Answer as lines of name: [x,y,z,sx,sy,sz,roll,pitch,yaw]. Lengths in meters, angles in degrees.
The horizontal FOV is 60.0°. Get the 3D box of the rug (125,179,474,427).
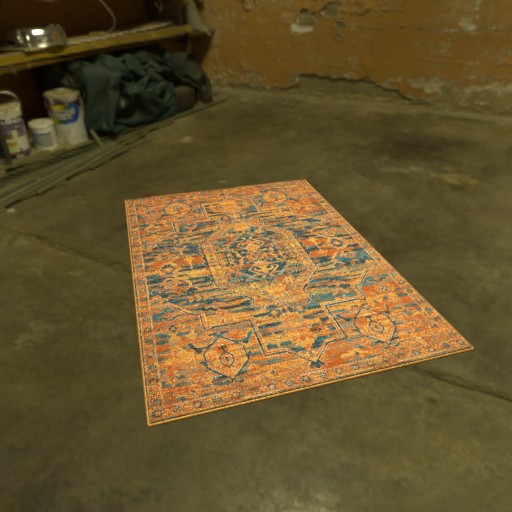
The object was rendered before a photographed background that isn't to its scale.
rug: [0.000,0.000,3.749,2.043,0.019,2.916,-9,33,-14]
